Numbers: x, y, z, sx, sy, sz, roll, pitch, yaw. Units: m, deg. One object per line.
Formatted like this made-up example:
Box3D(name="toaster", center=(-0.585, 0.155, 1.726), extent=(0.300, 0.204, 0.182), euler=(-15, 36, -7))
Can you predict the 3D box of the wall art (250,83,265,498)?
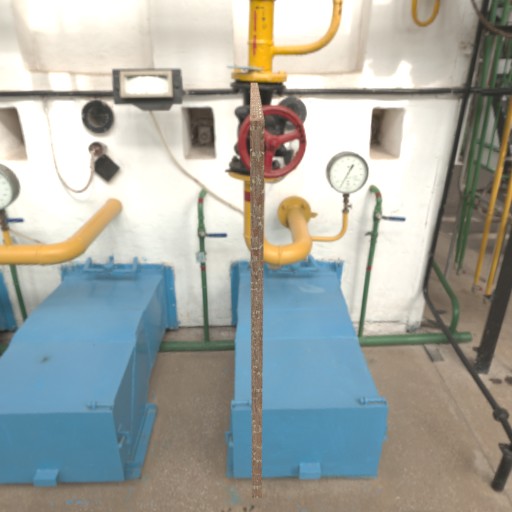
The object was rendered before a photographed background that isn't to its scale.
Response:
Box3D(name="wall art", center=(0.000, 0.000, 0.560), extent=(0.012, 0.384, 0.384), euler=(0, 25, 0))
